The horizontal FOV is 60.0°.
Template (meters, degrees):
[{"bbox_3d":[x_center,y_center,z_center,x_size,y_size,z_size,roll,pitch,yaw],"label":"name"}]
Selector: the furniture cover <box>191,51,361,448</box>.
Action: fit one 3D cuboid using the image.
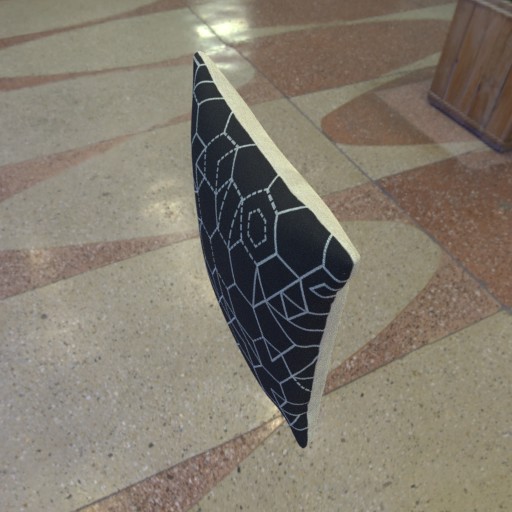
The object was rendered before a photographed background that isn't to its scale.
[{"bbox_3d":[0.000,0.000,0.773,0.158,0.508,0.517,-17,49,-15],"label":"furniture cover"}]
